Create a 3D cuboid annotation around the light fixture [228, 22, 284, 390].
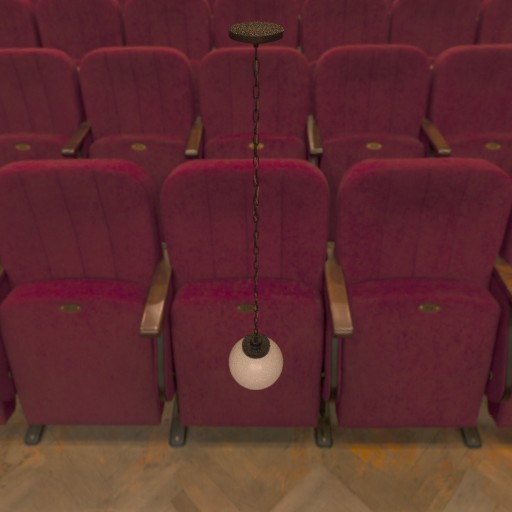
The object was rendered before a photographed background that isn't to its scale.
[{"bbox_3d":[0.000,0.000,1.989,0.304,1.867,0.305,0,40,1],"label":"light fixture"}]
